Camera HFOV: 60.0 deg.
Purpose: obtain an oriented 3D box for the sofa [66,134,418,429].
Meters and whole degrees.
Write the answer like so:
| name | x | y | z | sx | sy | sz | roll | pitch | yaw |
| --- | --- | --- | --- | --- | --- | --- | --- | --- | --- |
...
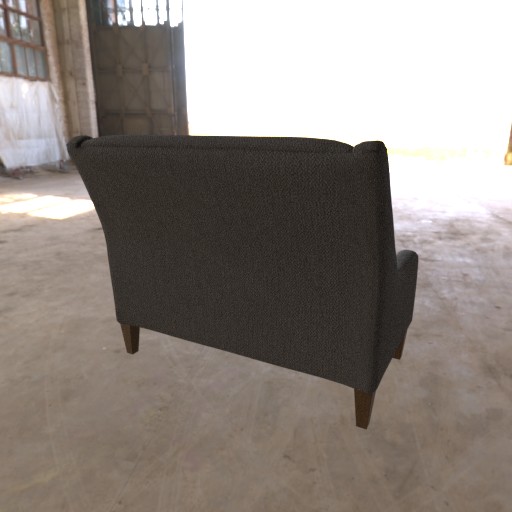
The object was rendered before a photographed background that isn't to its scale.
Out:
| name | x | y | z | sx | sy | sz | roll | pitch | yaw |
| --- | --- | --- | --- | --- | --- | --- | --- | --- | --- |
| sofa | 0.000 | 0.000 | 1.923 | 1.242 | 1.022 | 0.873 | 9 | 18 | 28 |
